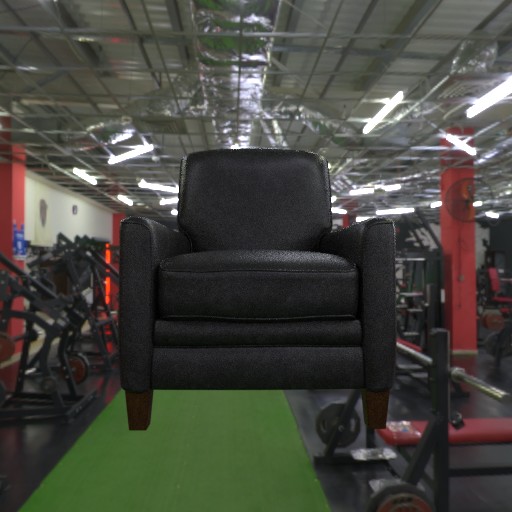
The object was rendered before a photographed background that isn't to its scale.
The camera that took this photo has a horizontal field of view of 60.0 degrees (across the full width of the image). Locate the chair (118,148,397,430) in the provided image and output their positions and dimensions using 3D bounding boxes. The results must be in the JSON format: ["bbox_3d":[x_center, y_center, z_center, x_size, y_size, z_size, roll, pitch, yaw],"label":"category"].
[{"bbox_3d":[0.000,0.000,1.657,0.848,1.014,0.864,0,-1,-1],"label":"chair"}]
